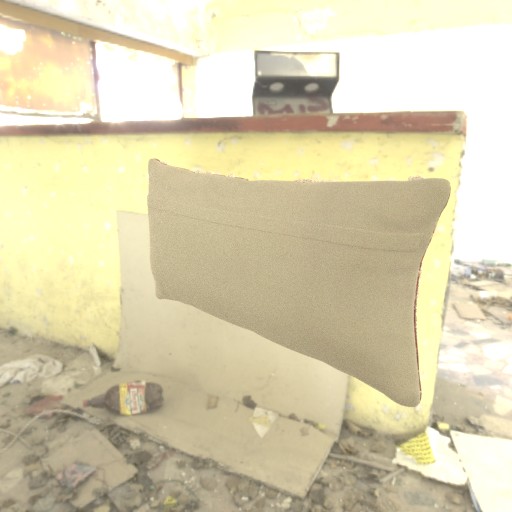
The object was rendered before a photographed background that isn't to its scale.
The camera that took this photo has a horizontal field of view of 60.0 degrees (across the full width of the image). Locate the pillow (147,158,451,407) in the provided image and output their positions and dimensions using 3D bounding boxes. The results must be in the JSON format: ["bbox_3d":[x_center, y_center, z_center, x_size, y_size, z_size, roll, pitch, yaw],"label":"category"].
[{"bbox_3d":[0.000,0.000,0.720,0.161,0.295,0.608,-14,20,-42],"label":"pillow"}]
